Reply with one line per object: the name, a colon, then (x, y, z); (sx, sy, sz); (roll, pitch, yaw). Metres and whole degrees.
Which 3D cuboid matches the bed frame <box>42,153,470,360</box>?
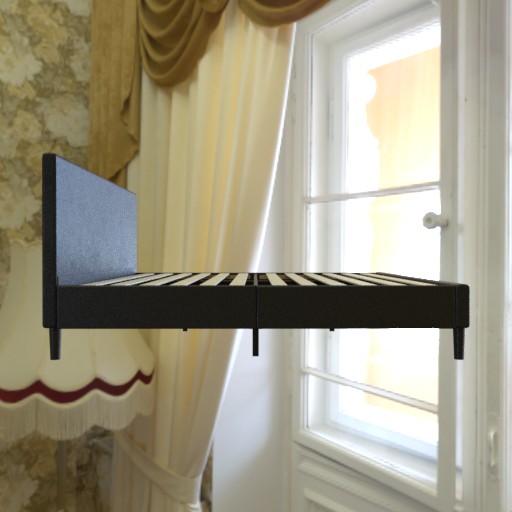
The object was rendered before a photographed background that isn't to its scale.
bed frame: (0.000, 0.000, 3.209); (2.318, 1.127, 1.634); (0, 0, 0)
